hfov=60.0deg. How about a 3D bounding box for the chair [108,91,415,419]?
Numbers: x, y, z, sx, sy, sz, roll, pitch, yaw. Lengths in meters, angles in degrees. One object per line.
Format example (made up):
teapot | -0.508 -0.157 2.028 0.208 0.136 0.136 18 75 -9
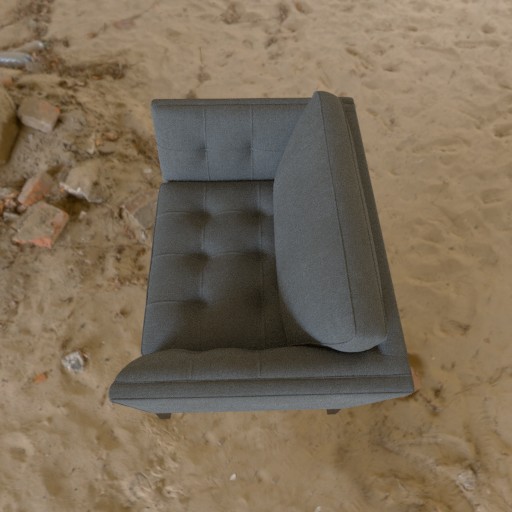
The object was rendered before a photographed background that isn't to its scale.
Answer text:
chair | 0.000 0.000 1.993 0.965 0.942 1.396 -1 58 -1
